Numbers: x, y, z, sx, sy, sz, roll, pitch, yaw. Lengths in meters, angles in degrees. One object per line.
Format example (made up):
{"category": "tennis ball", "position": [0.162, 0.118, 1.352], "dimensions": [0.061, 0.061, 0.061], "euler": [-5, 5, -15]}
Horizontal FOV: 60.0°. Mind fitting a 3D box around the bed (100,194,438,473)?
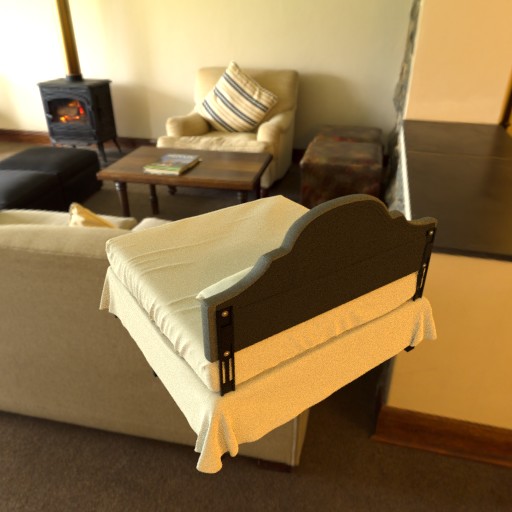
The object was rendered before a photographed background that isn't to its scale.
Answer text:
{"category": "bed", "position": [0.000, 0.000, 3.727], "dimensions": [2.303, 1.631, 2.222], "euler": [-18, 34, -30]}
